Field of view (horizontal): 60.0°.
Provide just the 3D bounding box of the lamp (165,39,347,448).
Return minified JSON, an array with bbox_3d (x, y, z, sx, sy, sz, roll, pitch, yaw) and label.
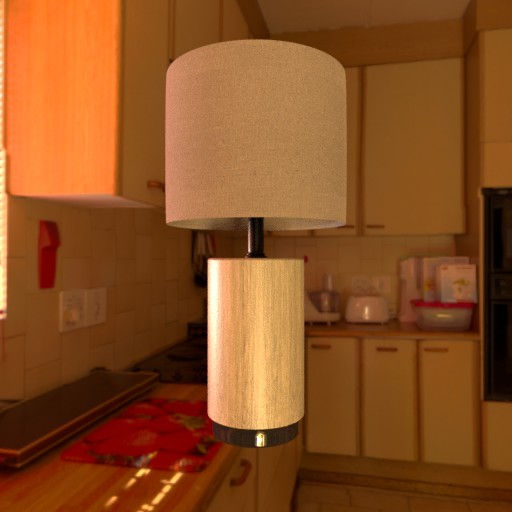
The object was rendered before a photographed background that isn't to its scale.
[{"bbox_3d":[0.000,0.000,0.568,0.228,0.444,0.228,0,0,-18],"label":"lamp"}]
